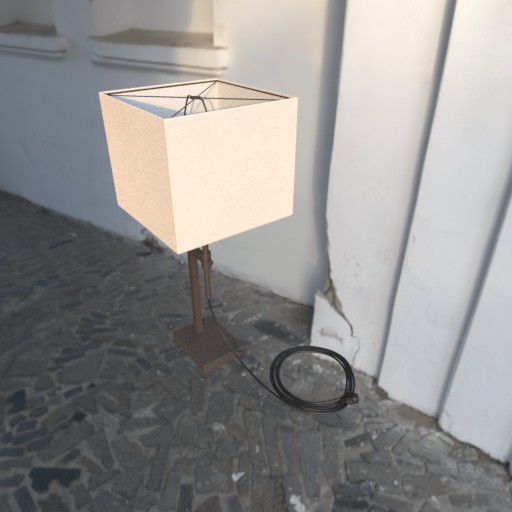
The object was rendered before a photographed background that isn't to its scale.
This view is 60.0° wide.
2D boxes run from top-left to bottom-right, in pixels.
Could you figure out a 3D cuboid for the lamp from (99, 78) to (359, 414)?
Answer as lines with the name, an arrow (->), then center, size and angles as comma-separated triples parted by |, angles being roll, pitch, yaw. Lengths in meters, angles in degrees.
lamp -> 0.000, 0.000, 0.977 | 0.399, 0.660, 0.504 | -21, 37, -32
